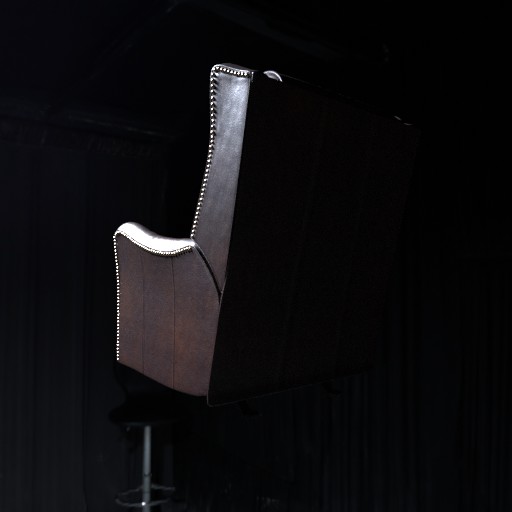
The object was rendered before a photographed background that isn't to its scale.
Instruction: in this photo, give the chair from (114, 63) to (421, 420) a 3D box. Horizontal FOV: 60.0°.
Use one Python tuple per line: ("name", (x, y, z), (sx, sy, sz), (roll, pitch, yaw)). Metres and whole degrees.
("chair", (0.000, 0.000, 1.806), (0.869, 1.084, 1.008), (1, -2, -38))
